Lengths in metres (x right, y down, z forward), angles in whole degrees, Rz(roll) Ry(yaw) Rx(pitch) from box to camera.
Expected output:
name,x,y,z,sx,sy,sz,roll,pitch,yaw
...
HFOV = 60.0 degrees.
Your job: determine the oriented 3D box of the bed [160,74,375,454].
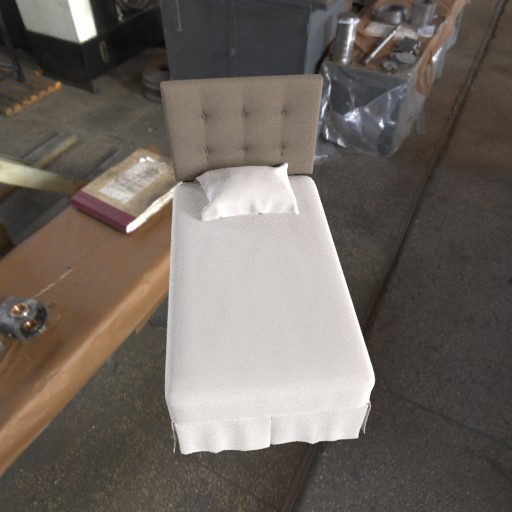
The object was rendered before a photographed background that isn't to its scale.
name,x,y,z,sx,sy,sz,roll,pitch,yaw
bed,0.000,0.000,2.990,1.261,1.571,1.997,-4,47,-4
